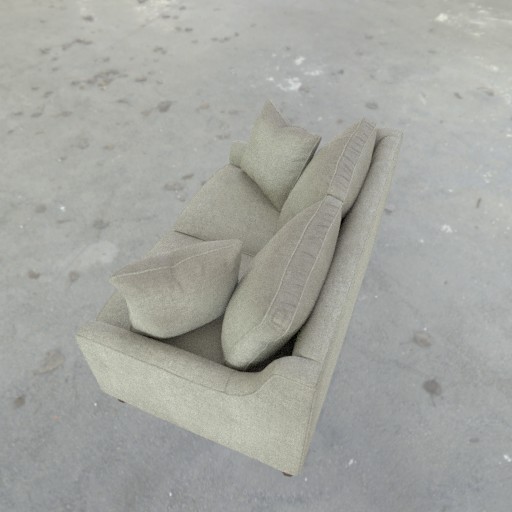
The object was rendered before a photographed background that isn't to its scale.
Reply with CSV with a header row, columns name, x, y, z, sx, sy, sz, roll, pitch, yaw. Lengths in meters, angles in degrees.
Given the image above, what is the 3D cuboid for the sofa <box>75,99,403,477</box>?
name,x,y,z,sx,sy,sz,roll,pitch,yaw
sofa,0.000,0.000,1.958,0.915,0.863,1.422,16,48,15
